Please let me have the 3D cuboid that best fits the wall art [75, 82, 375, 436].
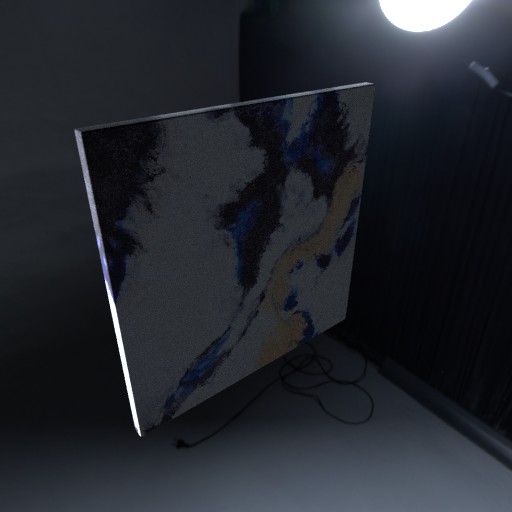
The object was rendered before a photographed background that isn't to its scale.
[{"bbox_3d":[0.000,0.000,1.320,0.887,0.885,0.038,-22,37,-33],"label":"wall art"}]
